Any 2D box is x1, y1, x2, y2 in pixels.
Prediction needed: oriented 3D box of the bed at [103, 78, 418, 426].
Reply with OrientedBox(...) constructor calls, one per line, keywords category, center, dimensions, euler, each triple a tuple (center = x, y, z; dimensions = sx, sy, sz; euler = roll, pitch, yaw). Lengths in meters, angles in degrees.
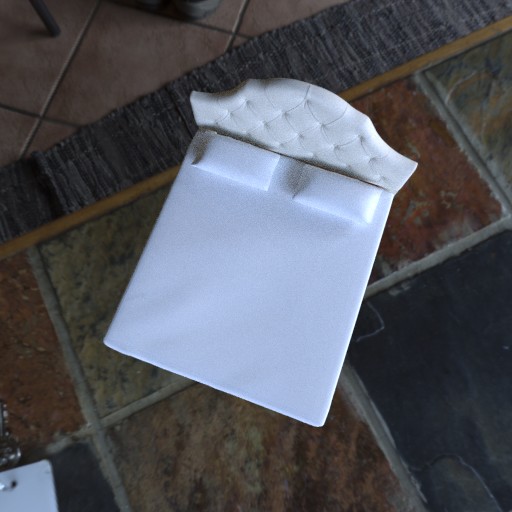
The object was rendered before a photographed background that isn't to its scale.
OrientedBox(category="bed", center=(0.000, 0.000, 3.613), dimensions=(2.008, 1.615, 2.214), euler=(19, 76, 5))
